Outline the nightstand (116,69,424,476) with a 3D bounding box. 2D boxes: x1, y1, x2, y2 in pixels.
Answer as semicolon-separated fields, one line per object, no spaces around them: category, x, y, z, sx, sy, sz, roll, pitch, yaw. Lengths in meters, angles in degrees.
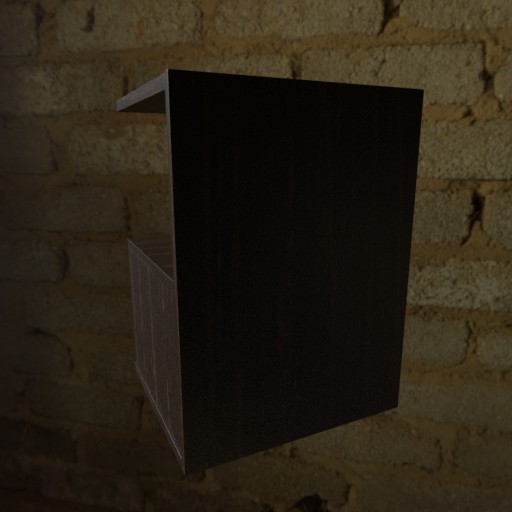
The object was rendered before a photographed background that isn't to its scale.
nightstand;0.000;0.000;0.813;0.400;0.559;0.356;-6;15;-25
